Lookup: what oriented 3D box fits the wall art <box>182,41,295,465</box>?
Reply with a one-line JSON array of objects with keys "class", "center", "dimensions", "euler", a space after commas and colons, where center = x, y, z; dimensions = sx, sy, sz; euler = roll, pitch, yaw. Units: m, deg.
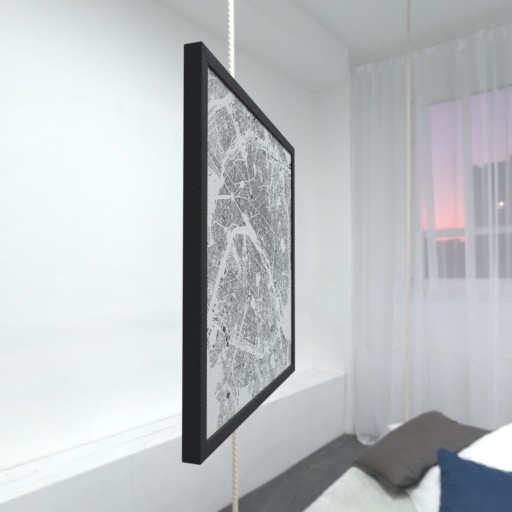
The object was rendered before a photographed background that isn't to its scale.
[{"class": "wall art", "center": [0.000, 0.000, 1.164], "dimensions": [0.037, 0.763, 0.763], "euler": [-1, -2, 18]}]
